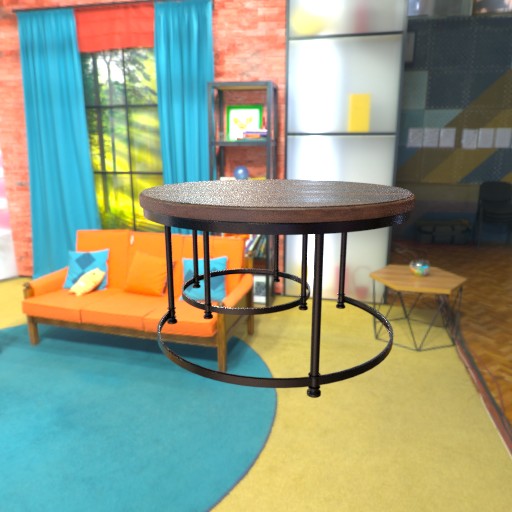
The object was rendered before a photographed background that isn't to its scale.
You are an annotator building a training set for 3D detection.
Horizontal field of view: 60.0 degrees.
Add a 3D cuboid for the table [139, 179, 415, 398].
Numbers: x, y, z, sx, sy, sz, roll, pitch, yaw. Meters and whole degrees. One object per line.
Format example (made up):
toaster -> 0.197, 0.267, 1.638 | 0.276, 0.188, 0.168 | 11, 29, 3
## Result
table -> 0.000, 0.000, 1.642 | 0.870, 0.516, 1.152 | -7, 16, -26
